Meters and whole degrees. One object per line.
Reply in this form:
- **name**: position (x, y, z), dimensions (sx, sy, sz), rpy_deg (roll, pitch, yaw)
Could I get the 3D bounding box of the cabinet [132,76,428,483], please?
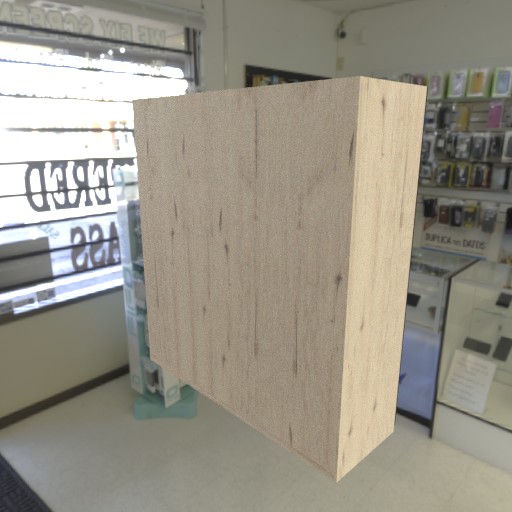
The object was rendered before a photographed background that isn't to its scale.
- **cabinet**: position (0.000, 0.000, 3.167), dimensions (0.660, 2.180, 2.000), rpy_deg (-15, 21, -42)
